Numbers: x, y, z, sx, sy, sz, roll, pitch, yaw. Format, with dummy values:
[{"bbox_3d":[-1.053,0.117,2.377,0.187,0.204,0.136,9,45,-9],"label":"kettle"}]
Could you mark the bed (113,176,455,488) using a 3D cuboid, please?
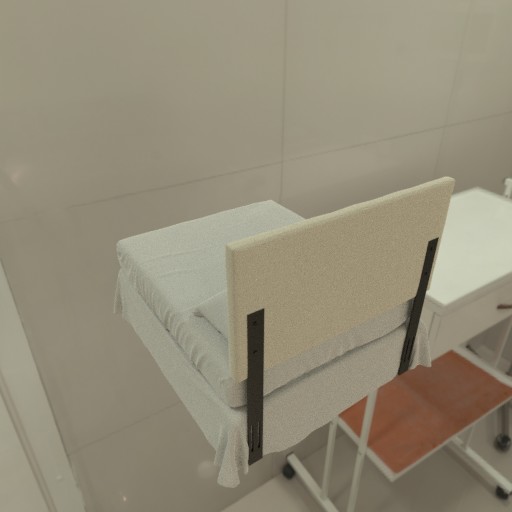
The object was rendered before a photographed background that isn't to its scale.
[{"bbox_3d":[0.000,0.000,3.480,1.936,1.577,2.222,-19,35,-29],"label":"bed"}]
